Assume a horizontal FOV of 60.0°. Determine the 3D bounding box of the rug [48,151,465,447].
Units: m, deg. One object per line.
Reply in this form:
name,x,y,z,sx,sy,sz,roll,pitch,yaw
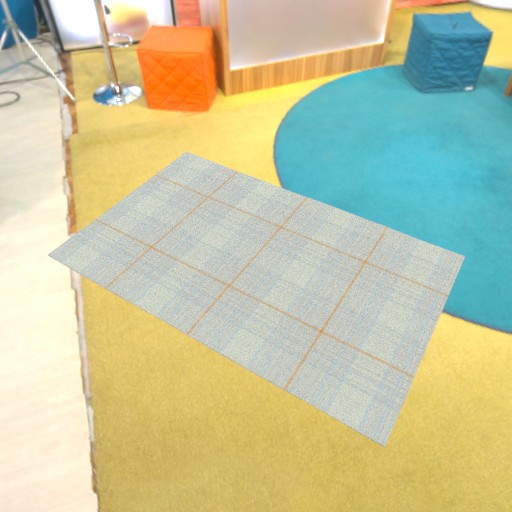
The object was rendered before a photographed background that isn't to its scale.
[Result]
rug,0.000,0.000,3.053,2.442,0.016,1.527,24,51,22
